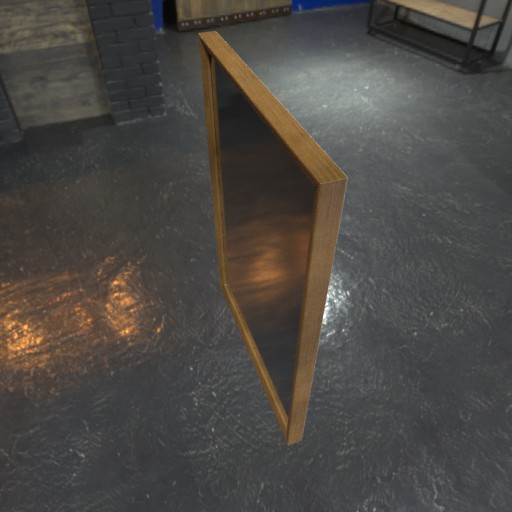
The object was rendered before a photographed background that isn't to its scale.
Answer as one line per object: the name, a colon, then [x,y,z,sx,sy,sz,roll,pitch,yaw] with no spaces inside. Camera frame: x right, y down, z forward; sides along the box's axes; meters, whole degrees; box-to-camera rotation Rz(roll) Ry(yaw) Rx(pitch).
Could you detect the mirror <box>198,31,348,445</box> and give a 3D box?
mirror: [0.000,0.000,0.911,0.039,0.711,0.508,-15,47,-14]
